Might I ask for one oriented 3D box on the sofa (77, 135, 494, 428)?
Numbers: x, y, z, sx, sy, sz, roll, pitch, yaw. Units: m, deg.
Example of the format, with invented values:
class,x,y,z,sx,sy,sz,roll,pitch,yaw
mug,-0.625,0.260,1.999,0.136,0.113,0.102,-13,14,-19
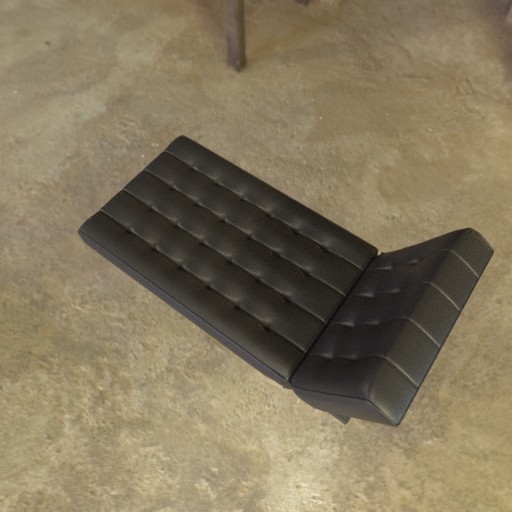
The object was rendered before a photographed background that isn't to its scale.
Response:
class,x,y,z,sx,sy,sz,roll,pitch,yaw
sofa,0.000,0.000,1.954,1.560,0.820,0.760,33,67,16
